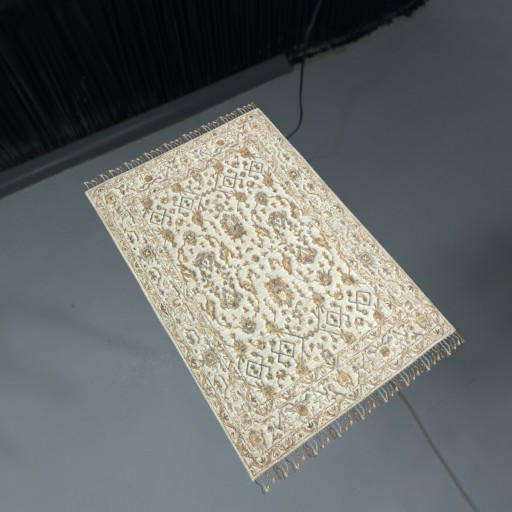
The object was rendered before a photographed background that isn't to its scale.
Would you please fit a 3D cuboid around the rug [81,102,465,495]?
[{"bbox_3d":[0.000,0.000,3.005,1.529,0.027,2.434,-30,67,-14],"label":"rug"}]
